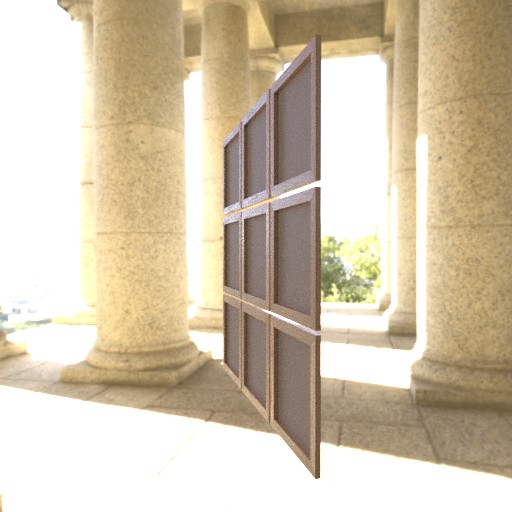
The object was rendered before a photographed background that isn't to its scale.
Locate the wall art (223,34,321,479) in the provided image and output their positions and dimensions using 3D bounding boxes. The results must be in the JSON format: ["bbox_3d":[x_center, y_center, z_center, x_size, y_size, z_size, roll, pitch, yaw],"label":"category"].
[{"bbox_3d":[0.000,0.000,1.788,0.016,1.207,1.217,0,1,-16],"label":"wall art"}]
